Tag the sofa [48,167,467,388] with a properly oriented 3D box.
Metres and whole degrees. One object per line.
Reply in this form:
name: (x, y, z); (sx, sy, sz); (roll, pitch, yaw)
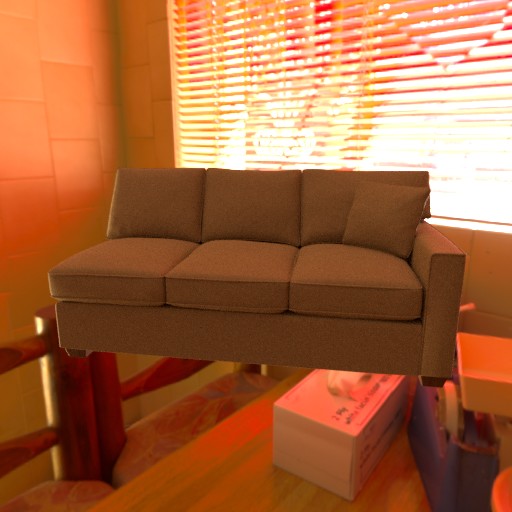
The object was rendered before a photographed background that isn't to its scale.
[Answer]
sofa: (0.000, 0.000, 2.507); (1.963, 0.946, 1.034); (2, 14, 9)
